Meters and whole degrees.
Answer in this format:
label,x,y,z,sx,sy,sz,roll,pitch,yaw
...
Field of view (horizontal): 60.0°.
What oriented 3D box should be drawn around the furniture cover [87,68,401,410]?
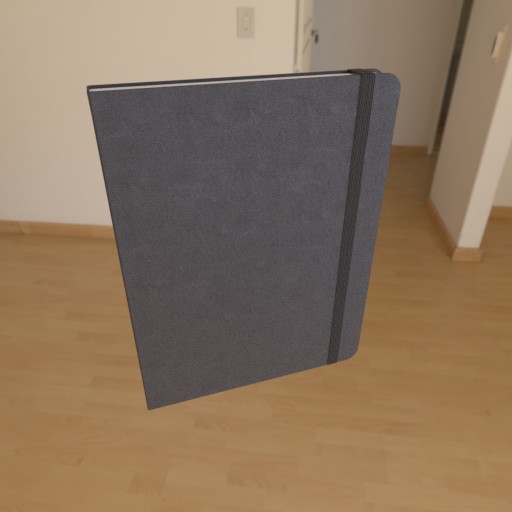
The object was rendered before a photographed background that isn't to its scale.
label,x,y,z,sx,sy,sz,roll,pitch,yaw
furniture cover,0.000,0.000,0.371,0.216,0.281,0.023,-10,33,-16
